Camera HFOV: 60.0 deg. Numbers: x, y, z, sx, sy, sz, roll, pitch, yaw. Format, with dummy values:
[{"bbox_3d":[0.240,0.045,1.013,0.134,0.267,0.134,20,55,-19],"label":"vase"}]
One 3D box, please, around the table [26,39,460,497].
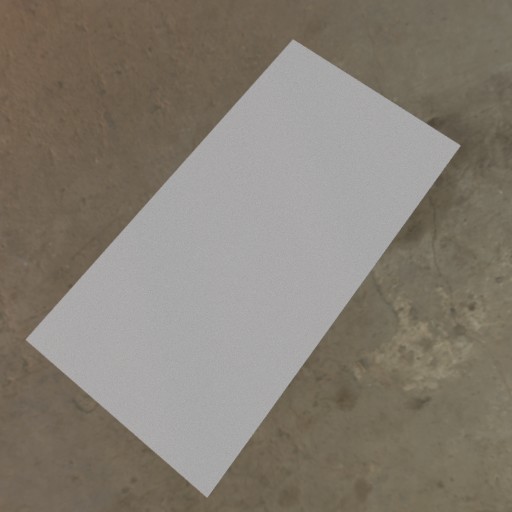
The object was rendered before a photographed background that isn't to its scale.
[{"bbox_3d":[0.000,0.000,1.634,0.700,0.470,1.350,37,78,9],"label":"table"}]
